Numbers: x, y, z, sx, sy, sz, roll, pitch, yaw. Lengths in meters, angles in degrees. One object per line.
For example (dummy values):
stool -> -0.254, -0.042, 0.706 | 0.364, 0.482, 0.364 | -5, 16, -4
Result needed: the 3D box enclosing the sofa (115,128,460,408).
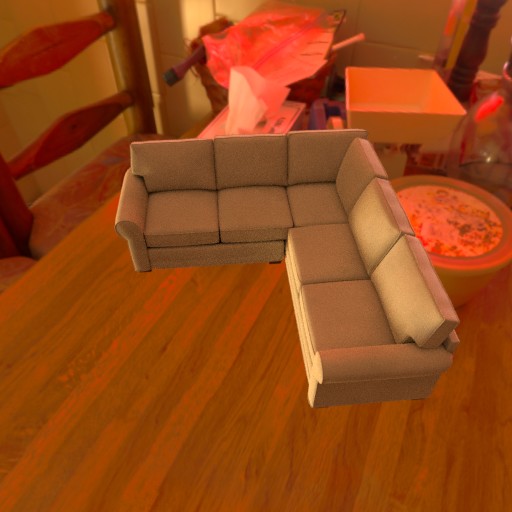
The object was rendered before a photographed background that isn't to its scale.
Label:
sofa -> 0.000, 0.000, 3.853 | 2.487, 1.053, 2.562 | -4, 45, -4
